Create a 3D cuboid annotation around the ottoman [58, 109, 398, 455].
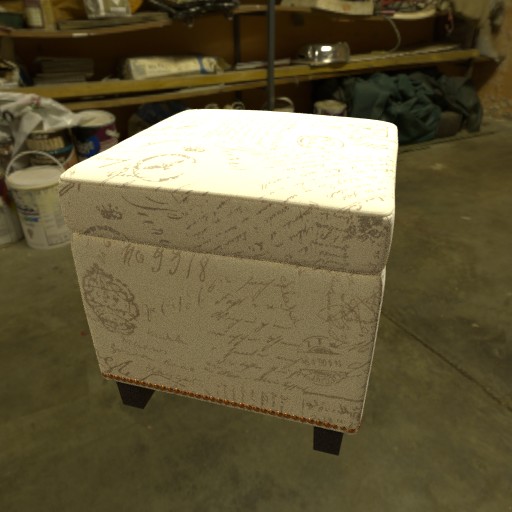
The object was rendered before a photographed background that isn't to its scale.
[{"bbox_3d":[0.000,0.000,0.818,0.449,0.457,0.450,8,31,14],"label":"ottoman"}]
